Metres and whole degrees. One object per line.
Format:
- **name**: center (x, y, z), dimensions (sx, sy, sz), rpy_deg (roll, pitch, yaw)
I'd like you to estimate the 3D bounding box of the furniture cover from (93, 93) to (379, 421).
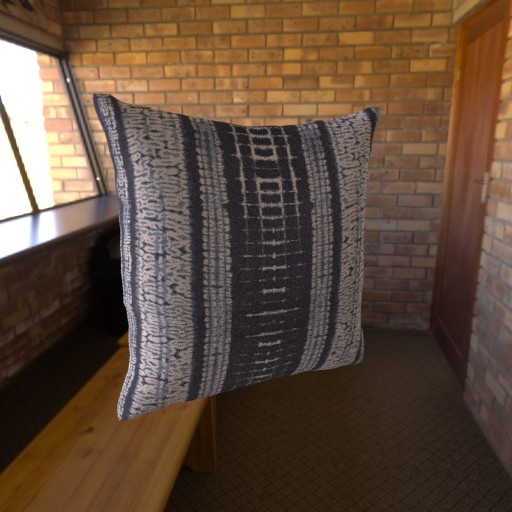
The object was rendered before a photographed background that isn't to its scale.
- **furniture cover**: center (0.000, 0.000, 0.655), dimensions (0.425, 0.435, 0.133), rpy_deg (-7, 15, -25)
